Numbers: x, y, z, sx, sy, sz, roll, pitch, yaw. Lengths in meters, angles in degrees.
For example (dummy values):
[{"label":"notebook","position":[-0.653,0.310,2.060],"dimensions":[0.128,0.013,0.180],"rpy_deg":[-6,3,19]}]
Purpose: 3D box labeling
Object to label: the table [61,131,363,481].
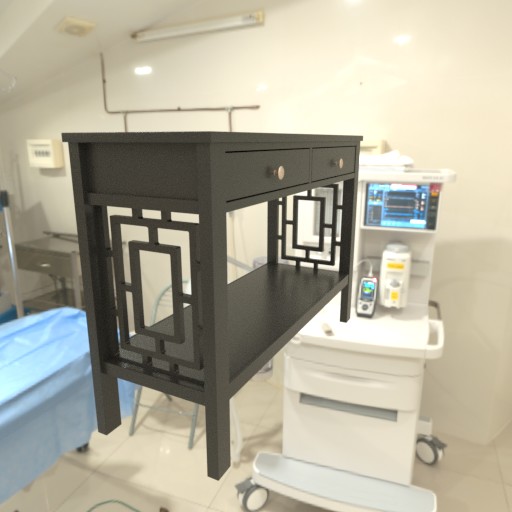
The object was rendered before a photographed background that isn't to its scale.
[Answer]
[{"label":"table","position":[0.000,0.000,1.425],"dimensions":[0.397,0.753,1.068],"rpy_deg":[8,17,27]}]
